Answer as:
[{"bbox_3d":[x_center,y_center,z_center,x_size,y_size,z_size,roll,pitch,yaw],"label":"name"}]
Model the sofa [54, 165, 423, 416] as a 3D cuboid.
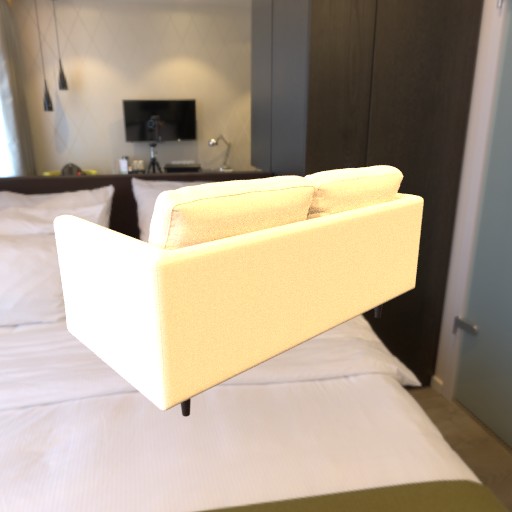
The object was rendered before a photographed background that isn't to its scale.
[{"bbox_3d":[0.000,0.000,2.302,1.713,0.893,0.940,-15,22,-41],"label":"sofa"}]
